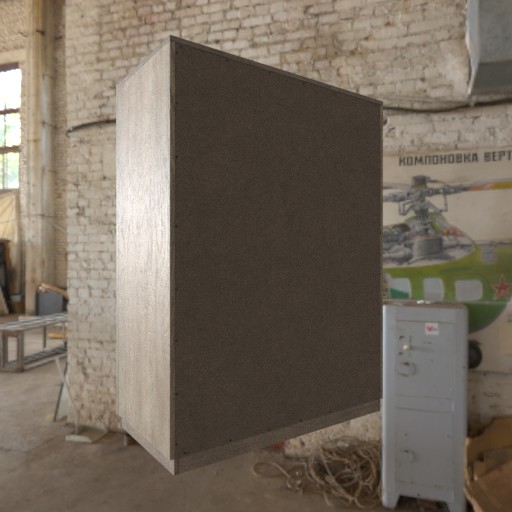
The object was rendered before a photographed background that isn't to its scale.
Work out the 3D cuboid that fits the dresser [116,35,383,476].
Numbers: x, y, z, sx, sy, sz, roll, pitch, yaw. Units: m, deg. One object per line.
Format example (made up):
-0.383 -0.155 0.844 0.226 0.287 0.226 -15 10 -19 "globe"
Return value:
0.000 0.000 1.774 0.967 1.295 0.483 0 0 -36 "dresser"
